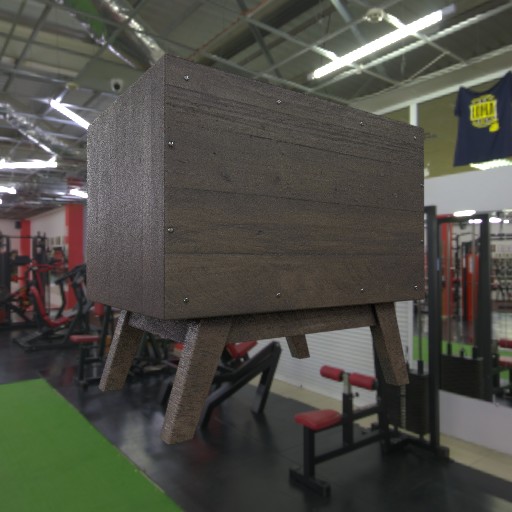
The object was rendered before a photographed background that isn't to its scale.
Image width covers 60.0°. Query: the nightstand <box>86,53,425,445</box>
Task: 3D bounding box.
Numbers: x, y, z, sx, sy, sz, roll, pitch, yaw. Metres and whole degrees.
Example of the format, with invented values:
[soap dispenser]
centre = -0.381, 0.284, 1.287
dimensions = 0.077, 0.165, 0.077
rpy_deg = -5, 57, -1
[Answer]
[nightstand]
centre = 0.000, 0.000, 1.030
dimensions = 0.650, 0.599, 0.450
rpy_deg = 0, -1, -35
